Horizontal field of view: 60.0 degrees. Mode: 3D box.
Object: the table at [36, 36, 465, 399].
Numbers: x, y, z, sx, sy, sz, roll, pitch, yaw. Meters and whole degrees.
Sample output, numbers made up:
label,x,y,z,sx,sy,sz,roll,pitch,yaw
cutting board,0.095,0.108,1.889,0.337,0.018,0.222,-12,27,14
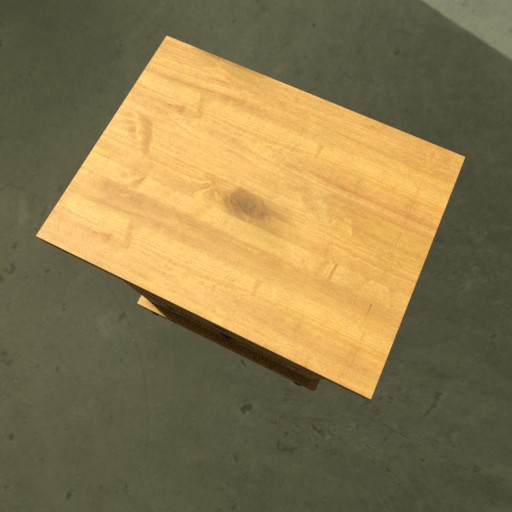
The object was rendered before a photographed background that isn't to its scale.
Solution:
label,x,y,z,sx,sy,sz,roll,pitch,yaw
table,0.000,0.000,1.225,0.660,0.813,0.500,25,75,7
